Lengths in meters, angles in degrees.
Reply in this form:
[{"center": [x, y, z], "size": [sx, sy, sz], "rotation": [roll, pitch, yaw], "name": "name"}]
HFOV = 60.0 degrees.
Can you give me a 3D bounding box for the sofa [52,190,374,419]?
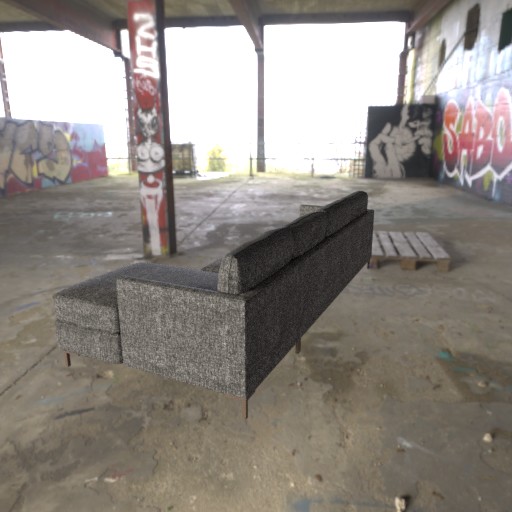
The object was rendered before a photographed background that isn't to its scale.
[{"center": [0.000, 0.000, 4.159], "size": [1.488, 0.970, 3.384], "rotation": [7, 17, 25], "name": "sofa"}]
